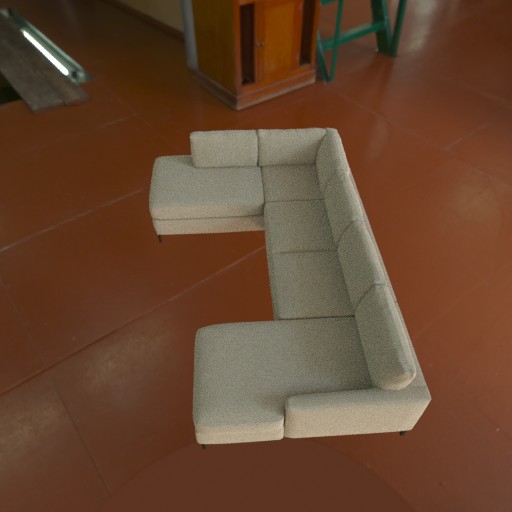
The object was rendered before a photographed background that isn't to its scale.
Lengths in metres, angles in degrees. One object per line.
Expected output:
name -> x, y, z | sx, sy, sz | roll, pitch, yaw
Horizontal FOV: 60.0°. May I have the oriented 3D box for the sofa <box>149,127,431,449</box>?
sofa -> 0.000, 0.000, 3.814 | 1.989, 0.862, 2.984 | -3, 47, -3
